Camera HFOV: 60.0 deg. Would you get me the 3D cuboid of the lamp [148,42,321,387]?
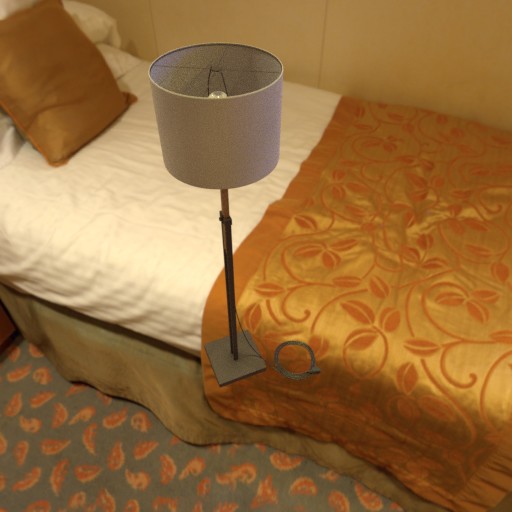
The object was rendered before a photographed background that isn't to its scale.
[{"bbox_3d":[0.000,0.000,1.938,0.639,1.650,0.474,-16,48,-16],"label":"lamp"}]
